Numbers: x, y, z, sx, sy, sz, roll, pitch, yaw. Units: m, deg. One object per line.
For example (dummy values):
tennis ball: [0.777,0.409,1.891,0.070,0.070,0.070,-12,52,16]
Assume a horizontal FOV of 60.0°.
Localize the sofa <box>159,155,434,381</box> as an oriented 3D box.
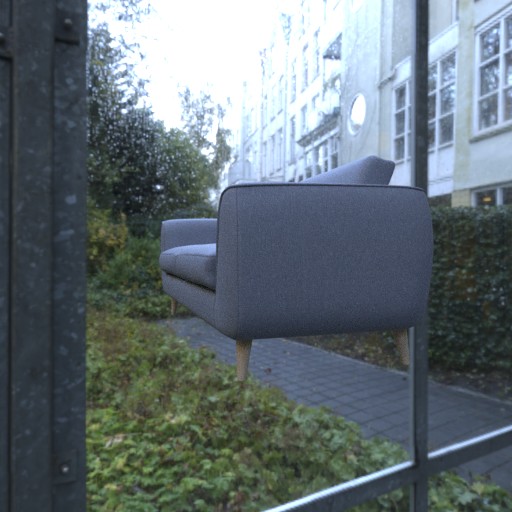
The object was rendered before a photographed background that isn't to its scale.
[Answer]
sofa: [0.000,0.000,2.556,0.920,0.870,2.000,0,1,-19]
